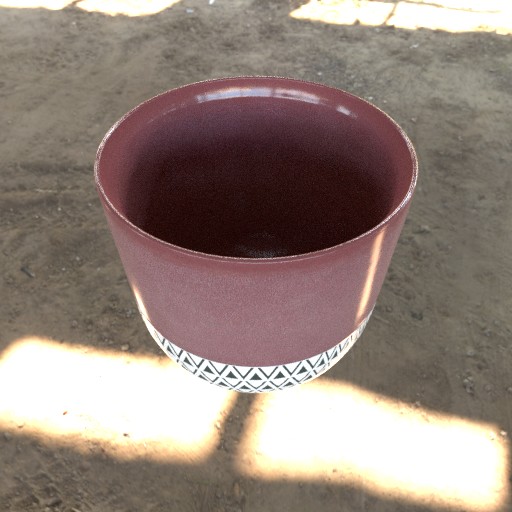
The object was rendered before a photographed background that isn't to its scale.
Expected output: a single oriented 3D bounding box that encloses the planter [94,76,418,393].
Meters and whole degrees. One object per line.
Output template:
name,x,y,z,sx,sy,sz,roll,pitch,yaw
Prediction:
planter,0.000,0.000,0.471,0.266,0.270,0.266,0,47,0
